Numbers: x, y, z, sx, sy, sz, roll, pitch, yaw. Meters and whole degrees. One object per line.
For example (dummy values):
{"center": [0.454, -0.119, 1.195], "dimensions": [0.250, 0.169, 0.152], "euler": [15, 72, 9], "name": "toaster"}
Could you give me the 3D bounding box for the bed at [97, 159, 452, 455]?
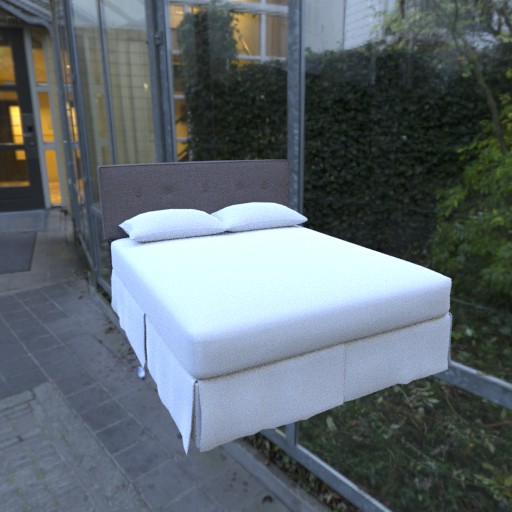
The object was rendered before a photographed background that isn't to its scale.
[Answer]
{"center": [0.000, 0.000, 2.846], "dimensions": [1.610, 1.089, 1.894], "euler": [-8, 18, -27], "name": "bed"}
